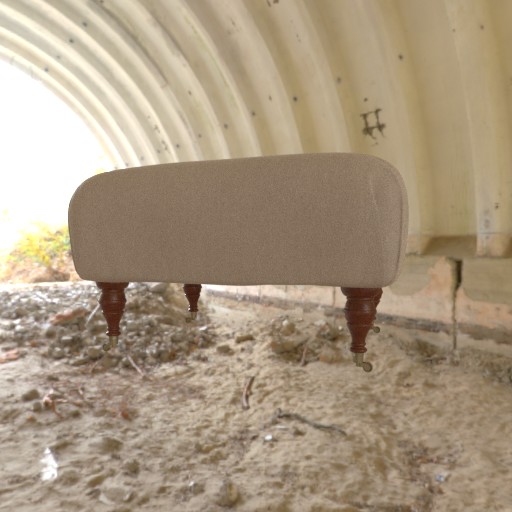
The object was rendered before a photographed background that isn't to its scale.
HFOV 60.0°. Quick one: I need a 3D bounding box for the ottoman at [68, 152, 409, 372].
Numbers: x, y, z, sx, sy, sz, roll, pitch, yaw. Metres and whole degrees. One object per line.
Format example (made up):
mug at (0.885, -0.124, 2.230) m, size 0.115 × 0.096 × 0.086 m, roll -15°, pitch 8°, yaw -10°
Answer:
ottoman at (0.000, 0.000, 1.157) m, size 0.746 × 0.450 × 0.622 m, roll 0°, pitch 1°, yaw 18°
